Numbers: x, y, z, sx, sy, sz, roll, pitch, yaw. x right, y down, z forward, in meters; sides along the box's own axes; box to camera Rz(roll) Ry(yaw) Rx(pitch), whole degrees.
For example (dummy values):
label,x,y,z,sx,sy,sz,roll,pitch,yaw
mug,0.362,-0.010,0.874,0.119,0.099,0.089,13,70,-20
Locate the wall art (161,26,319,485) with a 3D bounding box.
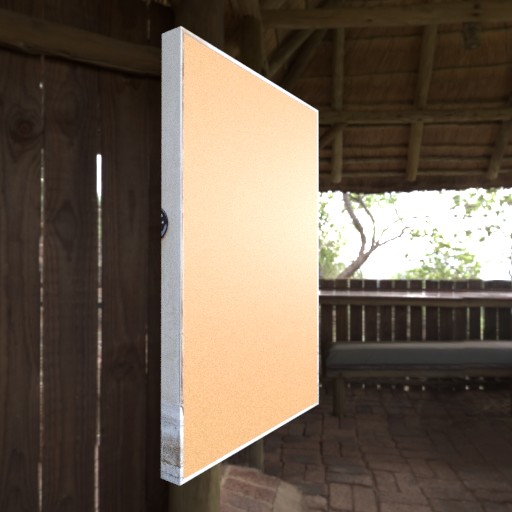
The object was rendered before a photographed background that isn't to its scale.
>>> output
label,x,y,z,sx,sy,sz,roll,pitch,yaw
wall art,0.000,0.000,0.761,0.036,0.607,0.403,0,-1,35
